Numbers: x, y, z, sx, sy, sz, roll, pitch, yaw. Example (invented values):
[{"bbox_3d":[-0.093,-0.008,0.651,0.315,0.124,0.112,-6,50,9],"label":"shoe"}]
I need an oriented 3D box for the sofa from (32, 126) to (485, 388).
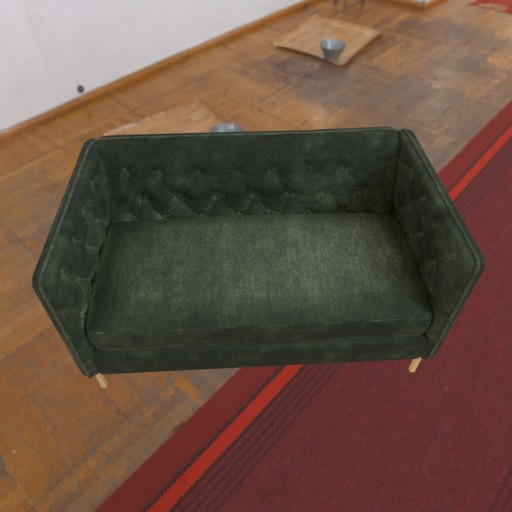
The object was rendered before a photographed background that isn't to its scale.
[{"bbox_3d":[0.000,0.000,2.010,1.537,0.768,0.895,-2,46,-2],"label":"sofa"}]
